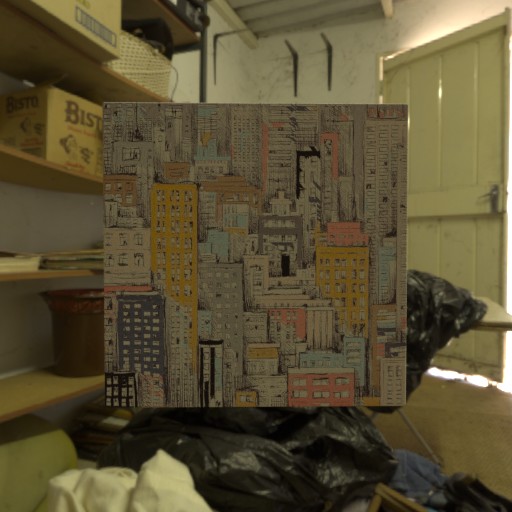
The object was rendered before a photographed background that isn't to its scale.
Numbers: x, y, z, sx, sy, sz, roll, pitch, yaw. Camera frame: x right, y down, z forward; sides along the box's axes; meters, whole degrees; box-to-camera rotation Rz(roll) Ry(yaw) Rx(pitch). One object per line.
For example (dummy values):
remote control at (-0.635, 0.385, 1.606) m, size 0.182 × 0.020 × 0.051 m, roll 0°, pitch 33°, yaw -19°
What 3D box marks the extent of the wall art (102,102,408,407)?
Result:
wall art at (0.000, 0.000, 0.902) m, size 0.607 × 0.608 × 0.038 m, roll 0°, pitch 1°, yaw -1°
